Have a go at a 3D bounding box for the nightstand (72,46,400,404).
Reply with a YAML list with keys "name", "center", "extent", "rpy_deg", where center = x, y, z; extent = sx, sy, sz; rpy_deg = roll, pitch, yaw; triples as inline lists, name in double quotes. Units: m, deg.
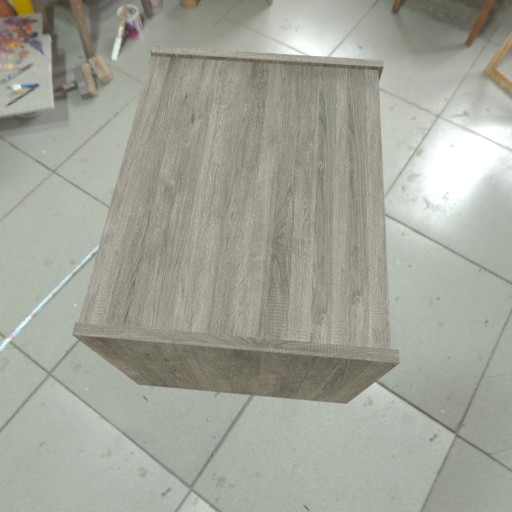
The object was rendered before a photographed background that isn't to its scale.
- name: "nightstand"
  center: [0.000, 0.000, 0.829]
  extent: [0.380, 0.500, 0.480]
  rpy_deg: [5, 64, 2]
